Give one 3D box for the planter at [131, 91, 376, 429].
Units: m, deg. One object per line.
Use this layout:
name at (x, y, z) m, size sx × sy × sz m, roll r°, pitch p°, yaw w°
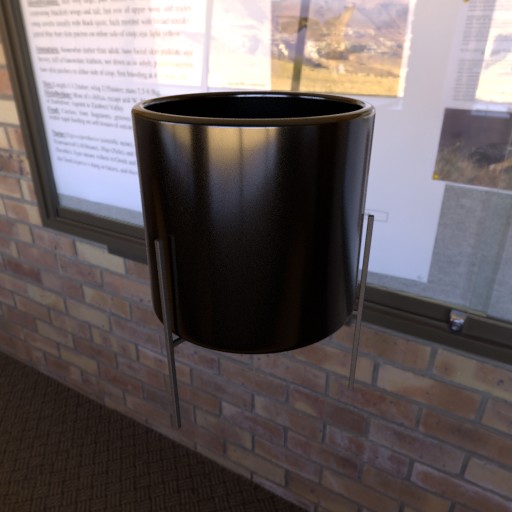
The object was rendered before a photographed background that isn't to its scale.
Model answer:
planter at (0.000, 0.000, 0.653) m, size 0.310 × 0.432 × 0.310 m, roll -1°, pitch 26°, yaw -2°
